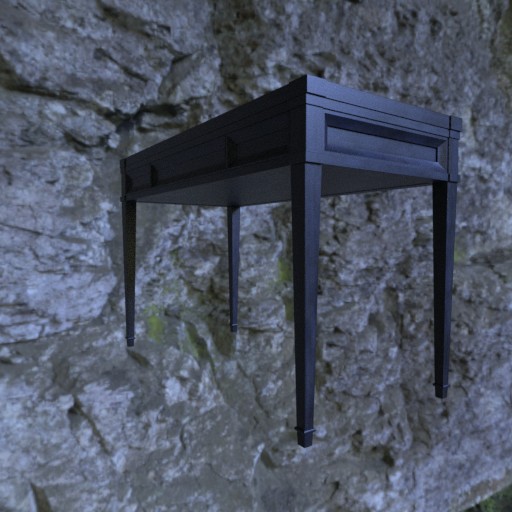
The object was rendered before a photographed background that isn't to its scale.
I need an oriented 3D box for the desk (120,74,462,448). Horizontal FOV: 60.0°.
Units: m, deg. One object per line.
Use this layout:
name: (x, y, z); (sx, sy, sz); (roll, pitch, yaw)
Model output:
desk: (0.000, 0.000, 1.708); (0.630, 0.861, 1.289); (-1, 2, -35)
